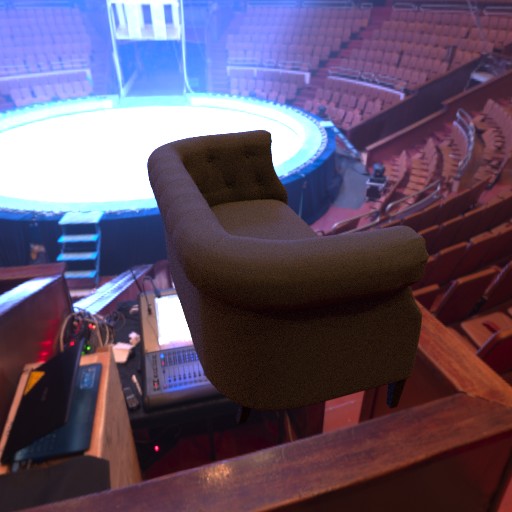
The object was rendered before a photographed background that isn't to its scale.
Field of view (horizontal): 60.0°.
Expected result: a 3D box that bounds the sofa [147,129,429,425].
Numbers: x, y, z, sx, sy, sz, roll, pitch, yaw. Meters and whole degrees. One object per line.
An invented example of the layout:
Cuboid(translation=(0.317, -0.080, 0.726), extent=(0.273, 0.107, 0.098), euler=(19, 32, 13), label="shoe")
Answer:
Cuboid(translation=(0.000, 0.000, 2.077), extent=(0.835, 0.827, 1.558), euler=(-9, 31, -16), label="sofa")
